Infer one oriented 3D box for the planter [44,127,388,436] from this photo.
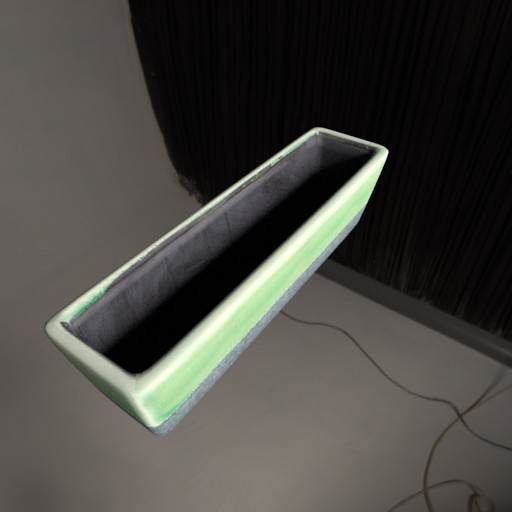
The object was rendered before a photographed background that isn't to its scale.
[{"bbox_3d":[0.000,0.000,0.311,0.072,0.072,0.275,26,48,26],"label":"planter"}]
